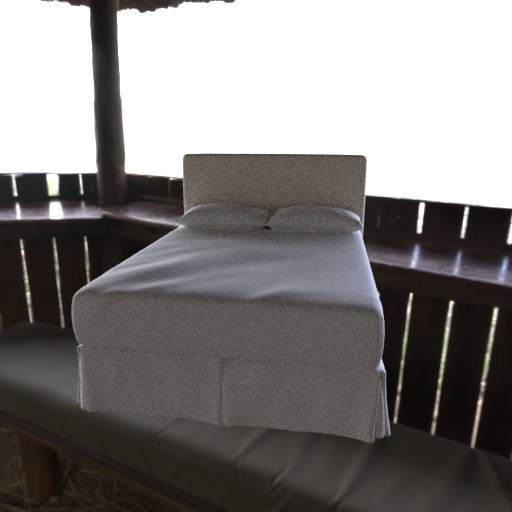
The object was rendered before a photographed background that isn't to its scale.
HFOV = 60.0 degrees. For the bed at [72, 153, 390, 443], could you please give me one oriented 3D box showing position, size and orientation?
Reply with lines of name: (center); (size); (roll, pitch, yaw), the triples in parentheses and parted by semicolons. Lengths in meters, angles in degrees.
bed: (0.000, 0.000, 3.157); (1.714, 1.330, 2.147); (3, 16, 9)
